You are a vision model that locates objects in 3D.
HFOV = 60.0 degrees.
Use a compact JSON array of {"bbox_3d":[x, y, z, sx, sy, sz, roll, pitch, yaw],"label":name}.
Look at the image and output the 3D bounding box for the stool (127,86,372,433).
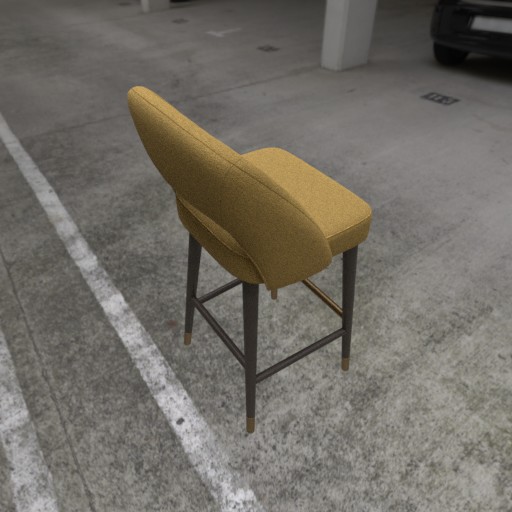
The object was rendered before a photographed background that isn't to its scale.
[{"bbox_3d":[0.000,0.000,1.325,0.522,1.032,0.536,-24,47,-26],"label":"stool"}]
